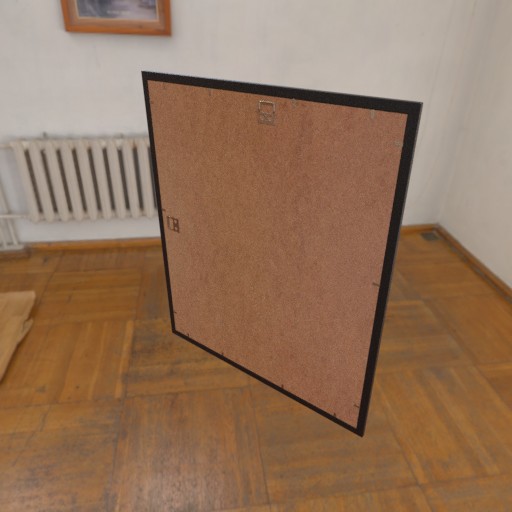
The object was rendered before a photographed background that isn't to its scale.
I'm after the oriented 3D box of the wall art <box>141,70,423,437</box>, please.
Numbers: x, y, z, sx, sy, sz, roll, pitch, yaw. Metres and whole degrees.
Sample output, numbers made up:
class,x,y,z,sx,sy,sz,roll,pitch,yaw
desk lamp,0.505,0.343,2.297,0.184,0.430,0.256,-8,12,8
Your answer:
class,x,y,z,sx,sy,sz,roll,pitch,yaw
wall art,0.000,0.000,0.900,0.559,0.660,0.018,20,35,32
